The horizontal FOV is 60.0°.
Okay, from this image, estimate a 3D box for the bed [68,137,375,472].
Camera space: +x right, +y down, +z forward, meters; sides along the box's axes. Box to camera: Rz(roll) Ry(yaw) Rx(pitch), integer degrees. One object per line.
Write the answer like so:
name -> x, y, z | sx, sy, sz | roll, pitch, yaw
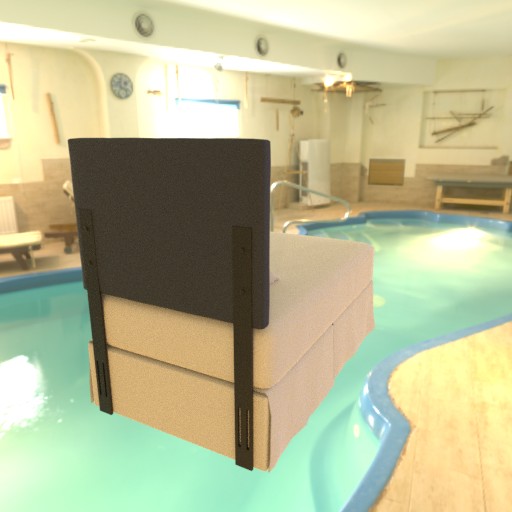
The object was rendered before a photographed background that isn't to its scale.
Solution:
bed -> 0.000, 0.000, 3.028 | 1.261, 1.571, 1.997 | 8, 17, 27
